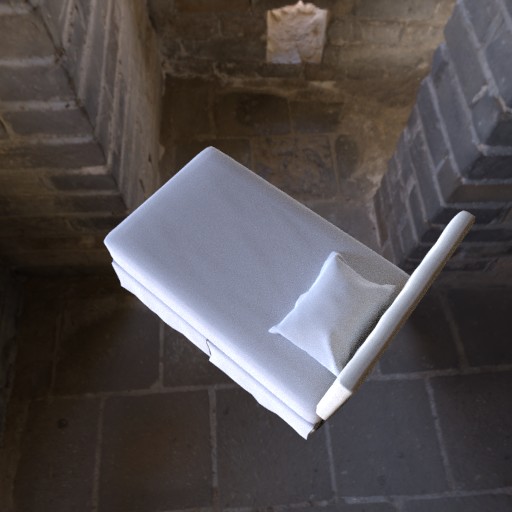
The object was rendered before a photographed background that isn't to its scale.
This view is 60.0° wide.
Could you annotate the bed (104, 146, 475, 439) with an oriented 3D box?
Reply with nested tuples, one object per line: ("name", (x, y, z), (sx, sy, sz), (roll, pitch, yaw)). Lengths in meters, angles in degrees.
("bed", (0.000, 0.000, 3.015), (1.997, 1.571, 1.261), (36, 68, 17))
